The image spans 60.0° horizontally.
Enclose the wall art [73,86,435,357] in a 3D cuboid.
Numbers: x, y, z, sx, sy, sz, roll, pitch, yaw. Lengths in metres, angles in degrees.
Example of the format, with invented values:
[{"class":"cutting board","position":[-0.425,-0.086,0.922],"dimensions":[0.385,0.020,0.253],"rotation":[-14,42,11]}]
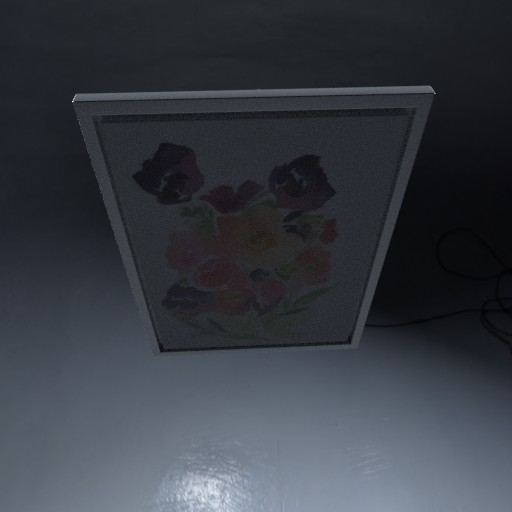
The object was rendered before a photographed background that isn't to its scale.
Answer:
[{"class":"wall art","position":[0.000,0.000,1.376],"dimensions":[0.805,1.056,0.042],"rotation":[-2,46,-2]}]
